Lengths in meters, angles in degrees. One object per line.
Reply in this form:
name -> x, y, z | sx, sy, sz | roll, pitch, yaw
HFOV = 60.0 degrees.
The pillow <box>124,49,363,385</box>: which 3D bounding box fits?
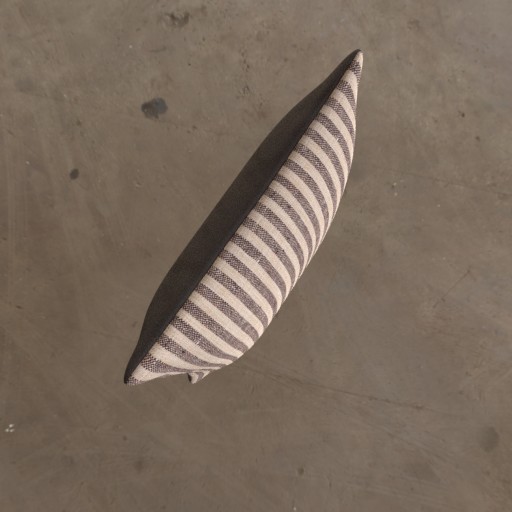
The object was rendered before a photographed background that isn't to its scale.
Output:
pillow -> 0.000, 0.000, 0.779 | 0.166, 0.506, 0.523 | 33, 78, 8
